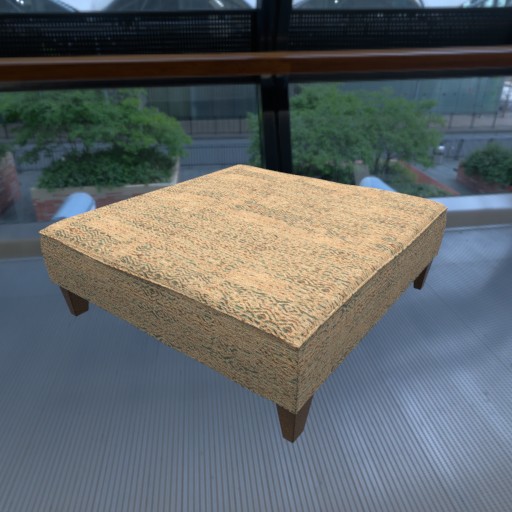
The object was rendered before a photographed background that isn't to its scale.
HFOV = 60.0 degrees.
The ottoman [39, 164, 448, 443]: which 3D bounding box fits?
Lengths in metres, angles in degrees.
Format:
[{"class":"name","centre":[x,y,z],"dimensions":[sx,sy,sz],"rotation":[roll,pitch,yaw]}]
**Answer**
[{"class":"ottoman","centre":[0.000,0.000,1.534],"dimensions":[0.968,0.356,1.004],"rotation":[18,31,33]}]
